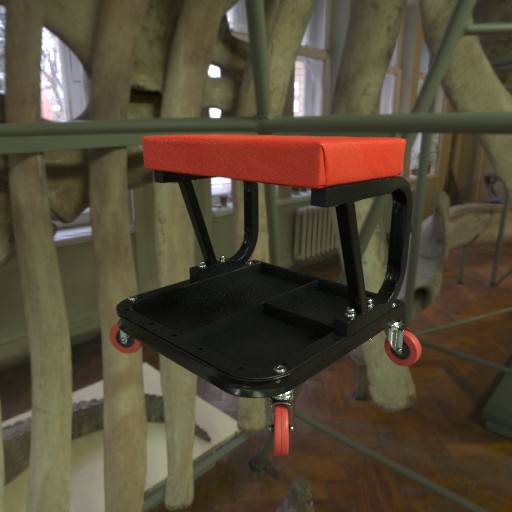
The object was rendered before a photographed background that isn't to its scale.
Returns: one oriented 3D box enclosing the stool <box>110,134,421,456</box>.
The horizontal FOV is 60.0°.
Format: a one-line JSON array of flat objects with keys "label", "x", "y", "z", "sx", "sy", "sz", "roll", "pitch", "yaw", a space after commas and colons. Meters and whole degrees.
[{"label": "stool", "x": 0.000, "y": 0.000, "z": 0.729, "sx": 0.446, "sy": 0.380, "sz": 0.371, "roll": 15, "pitch": 22, "yaw": 41}]
